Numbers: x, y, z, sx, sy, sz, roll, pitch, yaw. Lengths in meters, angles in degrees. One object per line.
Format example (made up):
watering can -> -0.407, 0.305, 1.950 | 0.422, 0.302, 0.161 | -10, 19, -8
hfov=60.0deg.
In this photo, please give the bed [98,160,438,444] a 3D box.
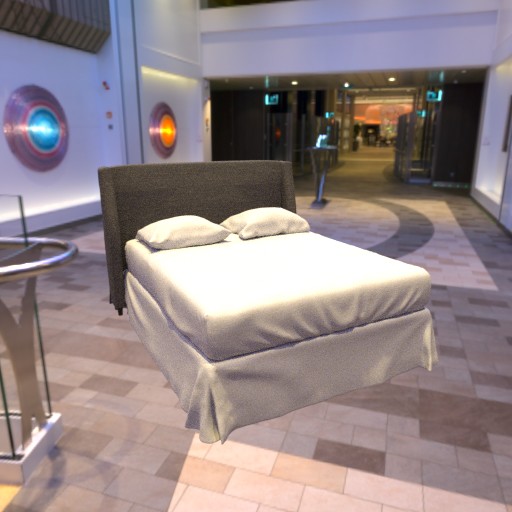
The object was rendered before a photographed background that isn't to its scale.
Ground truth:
bed -> 0.000, 0.000, 3.467 | 1.925, 1.332, 2.276 | -8, 17, -27
